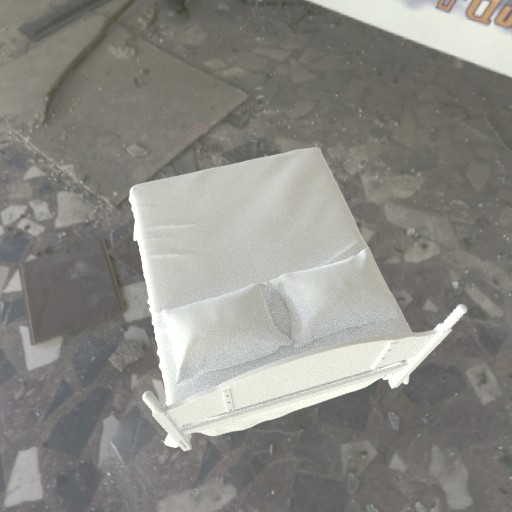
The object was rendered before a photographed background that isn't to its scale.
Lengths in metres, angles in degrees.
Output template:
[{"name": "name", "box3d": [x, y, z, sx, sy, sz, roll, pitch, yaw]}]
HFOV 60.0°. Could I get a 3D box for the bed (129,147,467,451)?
[{"name": "bed", "box3d": [0.000, 0.000, 3.188, 1.873, 1.356, 2.040, -14, 59, -8]}]
